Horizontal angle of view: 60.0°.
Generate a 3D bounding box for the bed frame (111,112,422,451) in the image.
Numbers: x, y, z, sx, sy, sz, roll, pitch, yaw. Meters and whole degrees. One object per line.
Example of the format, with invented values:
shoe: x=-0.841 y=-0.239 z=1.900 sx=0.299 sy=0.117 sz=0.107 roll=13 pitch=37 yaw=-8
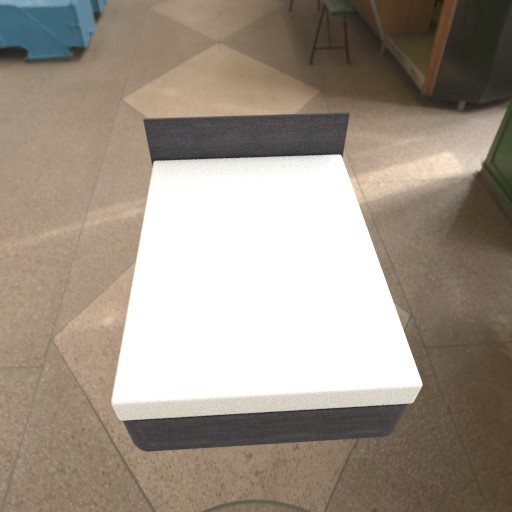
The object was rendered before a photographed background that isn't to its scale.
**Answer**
bed frame: x=0.000 y=0.000 z=2.632 sx=1.400 sy=0.800 sz=1.900 roll=-3 pitch=45 yaw=-2
